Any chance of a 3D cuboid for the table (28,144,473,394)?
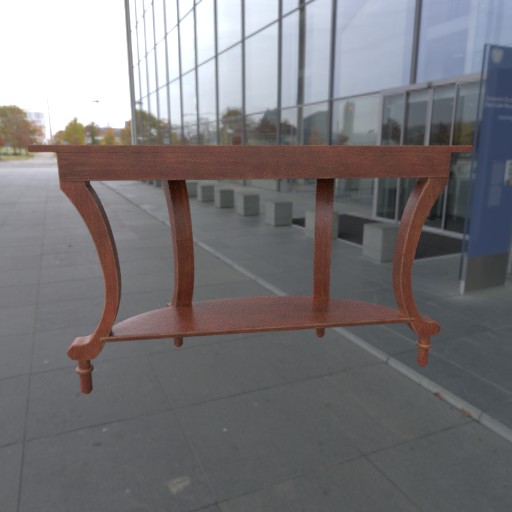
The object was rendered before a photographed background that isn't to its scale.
[{"bbox_3d":[0.000,0.000,1.448,1.198,0.699,0.394,-2,14,-9],"label":"table"}]
